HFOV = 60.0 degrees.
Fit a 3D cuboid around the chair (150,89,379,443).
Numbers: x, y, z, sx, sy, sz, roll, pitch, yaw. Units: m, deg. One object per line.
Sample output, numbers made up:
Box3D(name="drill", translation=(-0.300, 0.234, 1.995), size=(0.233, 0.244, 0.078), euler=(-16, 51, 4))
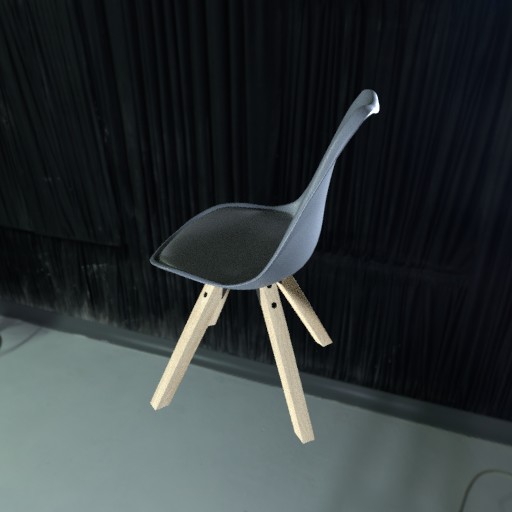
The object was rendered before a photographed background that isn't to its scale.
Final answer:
Box3D(name="chair", translation=(0.000, 0.000, 1.212), size=(0.550, 0.850, 0.485), euler=(7, 29, 13))
